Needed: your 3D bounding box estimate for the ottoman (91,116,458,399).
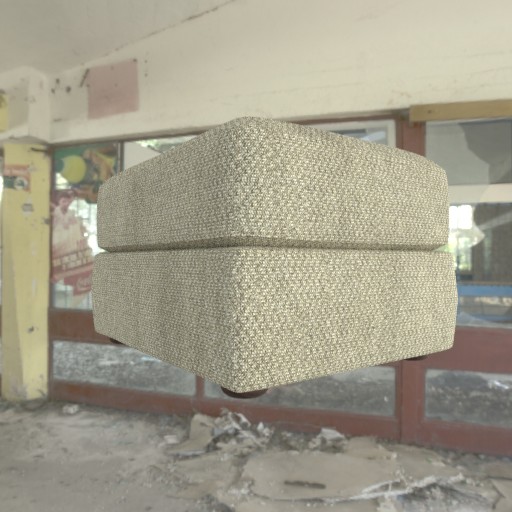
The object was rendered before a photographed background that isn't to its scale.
[{"bbox_3d":[0.000,0.000,1.105,0.603,0.476,0.751,0,-1,-36],"label":"ottoman"}]
